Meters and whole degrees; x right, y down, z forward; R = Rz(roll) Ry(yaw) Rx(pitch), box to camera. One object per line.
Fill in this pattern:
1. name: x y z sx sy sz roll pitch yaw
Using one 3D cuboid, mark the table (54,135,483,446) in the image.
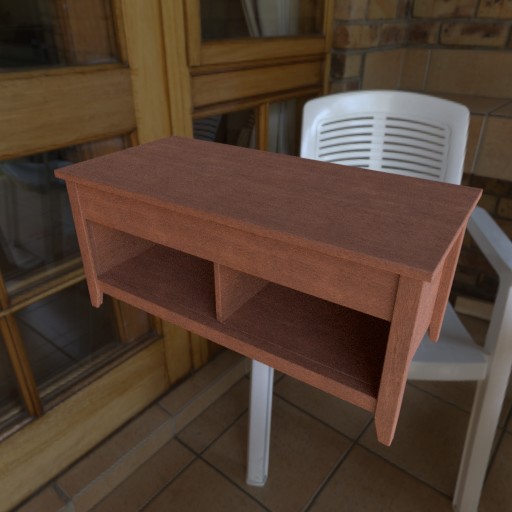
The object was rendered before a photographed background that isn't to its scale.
1. table: 0.000 0.000 1.263 1.016 0.457 0.483 17 33 29
